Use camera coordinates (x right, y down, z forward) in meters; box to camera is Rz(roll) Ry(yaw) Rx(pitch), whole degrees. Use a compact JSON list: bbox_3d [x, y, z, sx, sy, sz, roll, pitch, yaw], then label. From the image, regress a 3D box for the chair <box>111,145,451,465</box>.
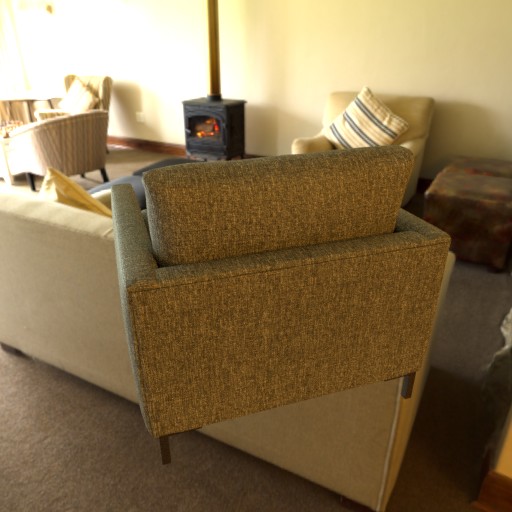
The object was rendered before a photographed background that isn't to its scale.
[{"bbox_3d":[0.000,0.000,1.609,0.963,0.861,0.866,-8,28,-17],"label":"chair"}]
